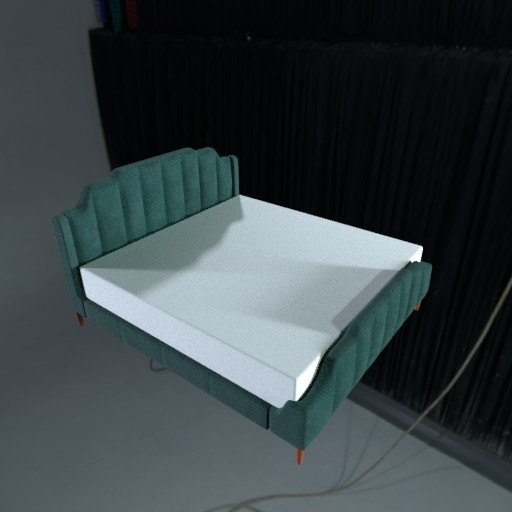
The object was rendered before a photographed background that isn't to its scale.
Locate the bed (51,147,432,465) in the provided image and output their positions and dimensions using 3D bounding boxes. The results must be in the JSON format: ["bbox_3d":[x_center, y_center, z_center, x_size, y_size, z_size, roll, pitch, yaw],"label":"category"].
[{"bbox_3d":[0.000,0.000,3.634,2.340,1.245,2.074,20,35,32],"label":"bed"}]
